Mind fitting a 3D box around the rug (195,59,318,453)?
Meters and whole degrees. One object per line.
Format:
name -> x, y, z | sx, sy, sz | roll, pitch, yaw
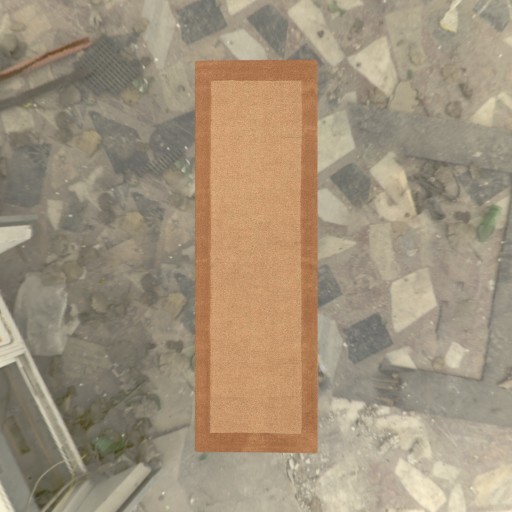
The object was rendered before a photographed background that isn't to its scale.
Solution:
rug -> 0.000, 0.000, 2.757 | 0.764, 0.017, 2.439 | 0, 90, 1
